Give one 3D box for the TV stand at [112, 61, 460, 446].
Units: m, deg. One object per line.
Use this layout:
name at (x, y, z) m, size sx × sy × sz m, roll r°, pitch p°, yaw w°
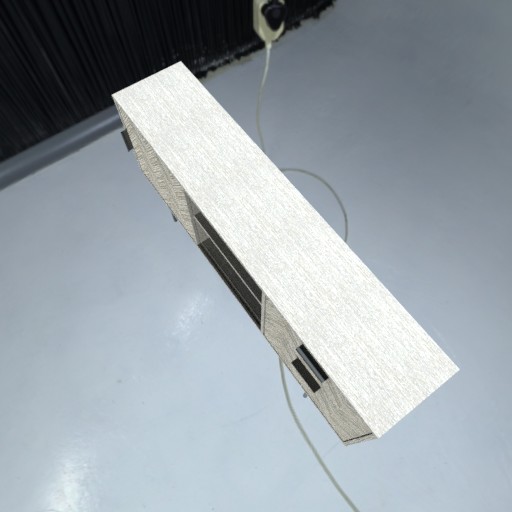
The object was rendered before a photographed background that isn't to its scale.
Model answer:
TV stand at (0.000, 0.000, 2.121) m, size 0.405 × 0.787 × 1.804 m, roll -33°, pitch 69°, yaw -15°
